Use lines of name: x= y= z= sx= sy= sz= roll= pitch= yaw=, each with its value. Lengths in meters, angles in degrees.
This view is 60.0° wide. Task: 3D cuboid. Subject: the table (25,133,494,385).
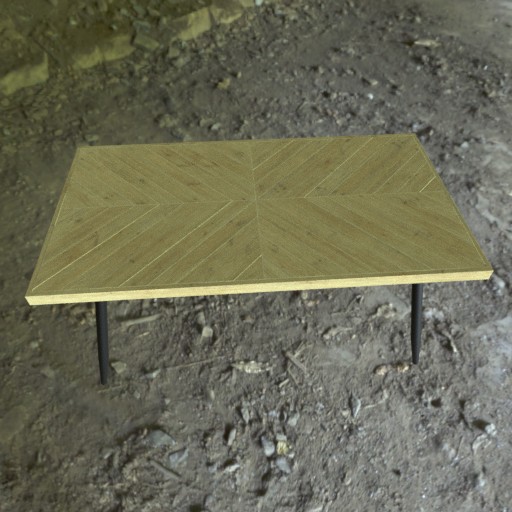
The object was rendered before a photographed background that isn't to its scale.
table: x=0.000 y=0.000 z=2.315 sx=1.803 sy=0.762 sz=0.991 roll=-3 pitch=47 yaw=-3
